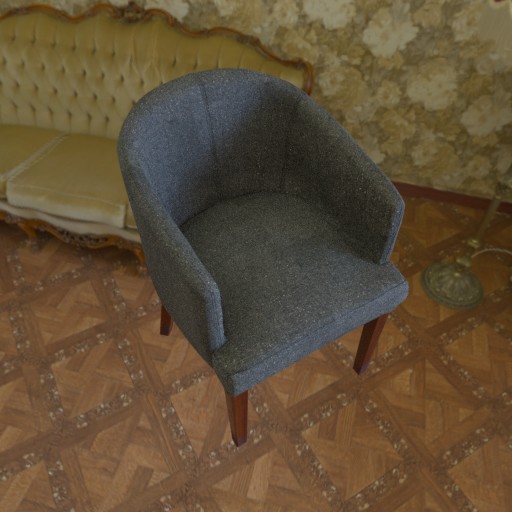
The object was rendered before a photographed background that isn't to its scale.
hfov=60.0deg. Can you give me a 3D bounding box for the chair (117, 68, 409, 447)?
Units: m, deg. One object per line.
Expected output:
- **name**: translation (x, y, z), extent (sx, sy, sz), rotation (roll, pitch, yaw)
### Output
- **chair**: translation (0.000, 0.000, 1.245), extent (0.583, 0.811, 0.655), rotation (-24, 51, -21)
